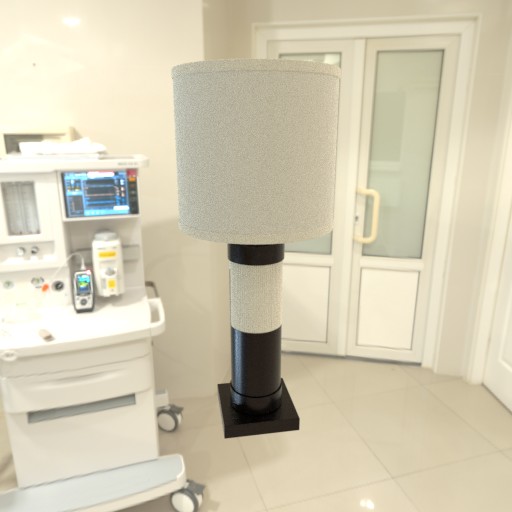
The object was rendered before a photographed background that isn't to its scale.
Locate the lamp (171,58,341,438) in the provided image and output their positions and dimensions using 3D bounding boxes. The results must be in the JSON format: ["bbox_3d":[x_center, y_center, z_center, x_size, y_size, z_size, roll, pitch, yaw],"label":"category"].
[{"bbox_3d":[0.000,0.000,0.626,0.211,0.509,0.211,-3,17,-9],"label":"lamp"}]
